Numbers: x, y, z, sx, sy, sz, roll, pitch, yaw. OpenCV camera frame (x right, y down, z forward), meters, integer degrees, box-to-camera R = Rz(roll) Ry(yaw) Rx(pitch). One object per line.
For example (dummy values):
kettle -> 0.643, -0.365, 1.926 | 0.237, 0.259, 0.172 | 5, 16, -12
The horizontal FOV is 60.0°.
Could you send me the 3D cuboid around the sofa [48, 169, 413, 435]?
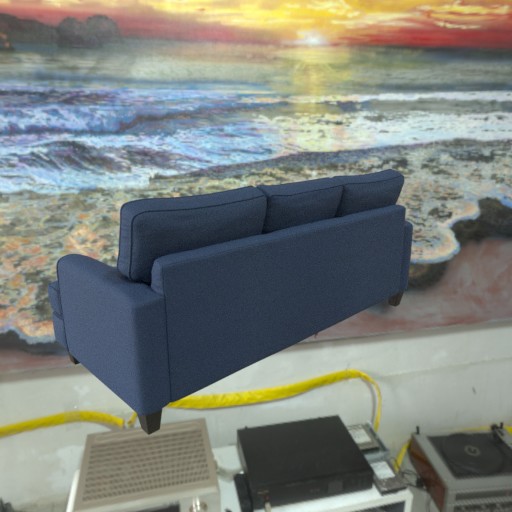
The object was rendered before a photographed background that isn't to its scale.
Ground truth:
sofa -> 0.000, 0.000, 2.684 | 2.158, 0.965, 0.951 | -15, 22, -42
